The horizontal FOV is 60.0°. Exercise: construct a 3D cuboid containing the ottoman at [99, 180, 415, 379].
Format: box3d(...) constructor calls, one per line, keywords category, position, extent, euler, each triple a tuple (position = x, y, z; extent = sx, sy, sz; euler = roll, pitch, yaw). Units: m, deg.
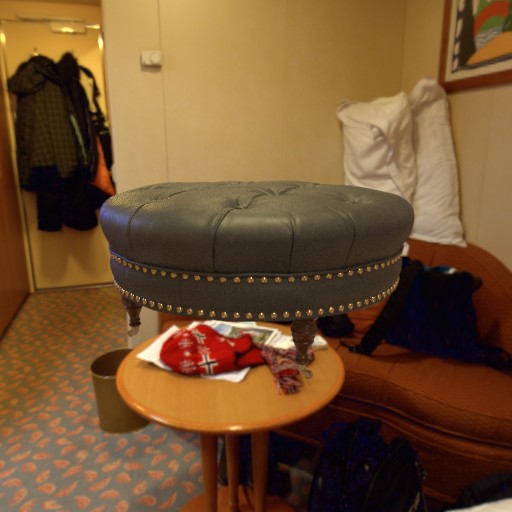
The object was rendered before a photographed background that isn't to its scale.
box3d(category="ottoman", position=(0.000, 0.000, 1.367), extent=(0.901, 0.439, 0.901), euler=(0, 13, 0))
